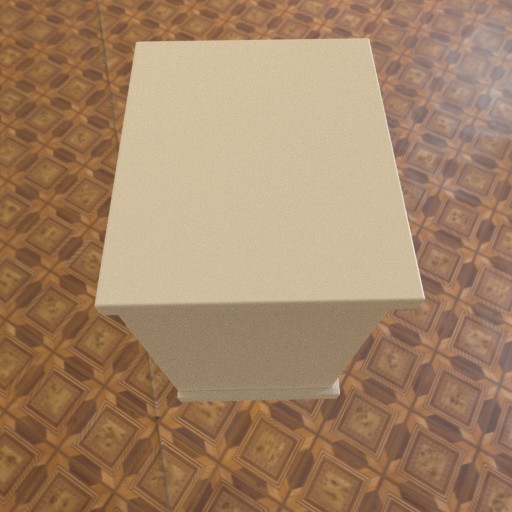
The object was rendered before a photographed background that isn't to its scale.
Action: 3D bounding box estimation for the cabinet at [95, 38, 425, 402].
[{"bbox_3d":[0.000,0.000,1.013,0.431,0.723,0.520,-1,62,-1],"label":"cabinet"}]
